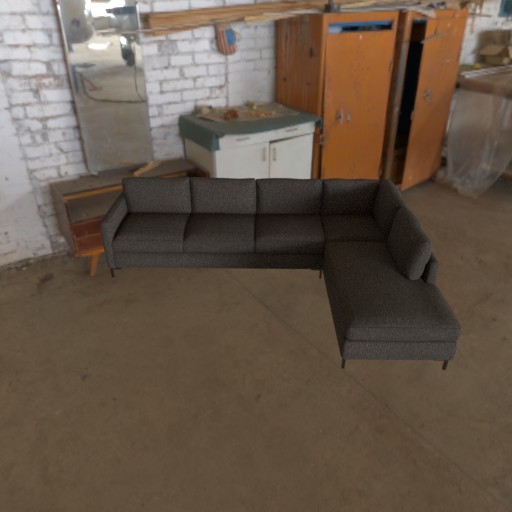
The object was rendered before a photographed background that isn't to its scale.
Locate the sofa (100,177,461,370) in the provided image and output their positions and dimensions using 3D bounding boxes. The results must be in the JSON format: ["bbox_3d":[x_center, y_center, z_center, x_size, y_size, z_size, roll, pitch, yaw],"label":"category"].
[{"bbox_3d":[0.000,0.000,3.956,2.949,0.815,2.007,1,31,1],"label":"sofa"}]
